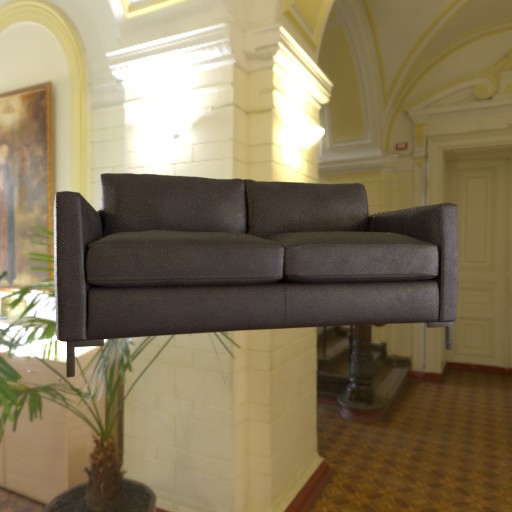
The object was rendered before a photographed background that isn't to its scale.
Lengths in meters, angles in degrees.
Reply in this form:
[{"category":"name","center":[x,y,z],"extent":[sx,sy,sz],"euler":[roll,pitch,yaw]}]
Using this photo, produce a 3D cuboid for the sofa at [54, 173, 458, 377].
[{"category":"sofa","center":[0.000,0.000,2.248],"extent":[1.805,0.883,0.947],"euler":[0,1,-18]}]
